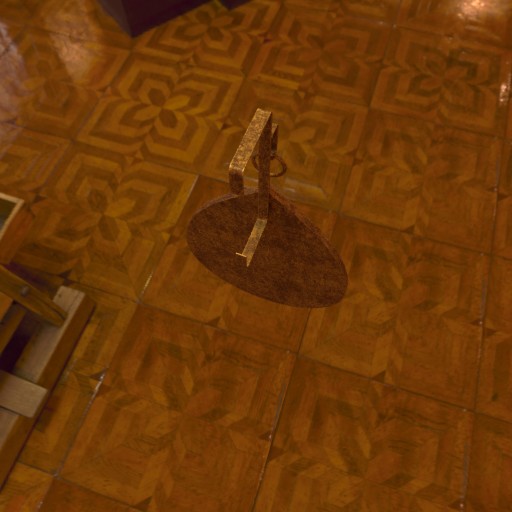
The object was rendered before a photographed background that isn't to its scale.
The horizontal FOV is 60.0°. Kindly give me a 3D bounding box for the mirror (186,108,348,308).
[{"bbox_3d":[0.000,0.000,0.901,0.405,0.744,0.144,19,65,9],"label":"mirror"}]
